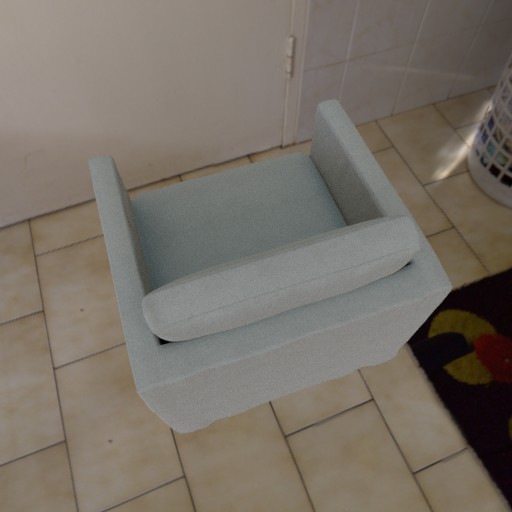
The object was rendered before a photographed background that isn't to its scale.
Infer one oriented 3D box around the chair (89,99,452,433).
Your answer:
[{"bbox_3d":[0.000,0.000,1.759,1.057,0.863,0.949,-17,61,-10],"label":"chair"}]
